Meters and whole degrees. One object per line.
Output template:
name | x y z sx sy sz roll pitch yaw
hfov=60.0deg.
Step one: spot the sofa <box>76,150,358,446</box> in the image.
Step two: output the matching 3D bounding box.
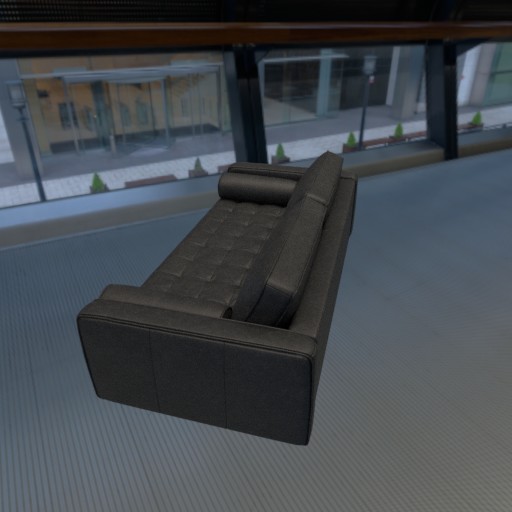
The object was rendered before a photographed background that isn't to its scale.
sofa | 0.000 0.000 2.386 0.921 0.770 1.879 8 31 13
